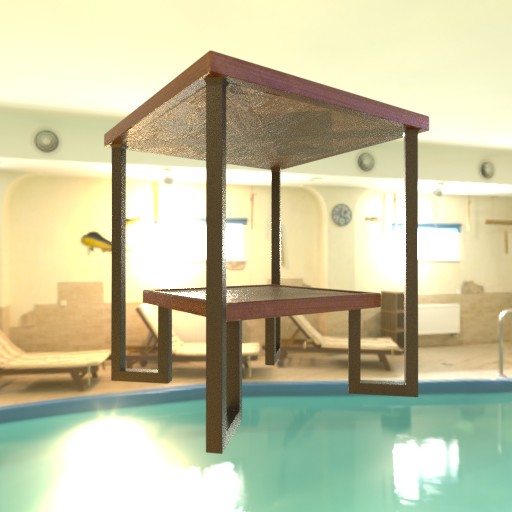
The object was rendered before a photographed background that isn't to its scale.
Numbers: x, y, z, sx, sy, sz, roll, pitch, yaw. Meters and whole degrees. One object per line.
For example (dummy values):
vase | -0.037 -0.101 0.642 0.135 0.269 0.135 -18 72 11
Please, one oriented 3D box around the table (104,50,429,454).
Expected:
table | 0.000 0.000 0.955 0.503 0.563 0.503 0 0 -35
